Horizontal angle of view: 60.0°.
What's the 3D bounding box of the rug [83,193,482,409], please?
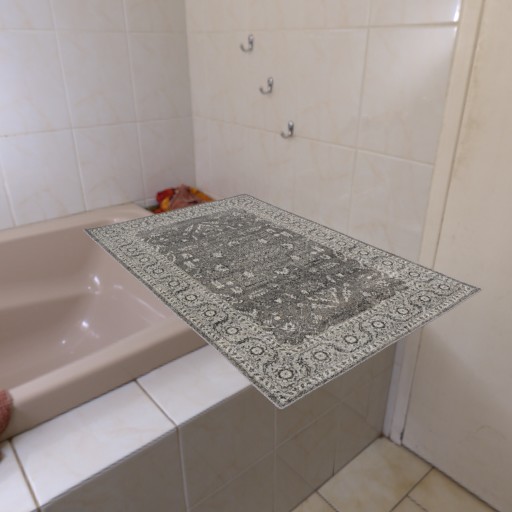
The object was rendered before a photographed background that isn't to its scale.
[{"bbox_3d":[0.000,0.000,2.336,1.209,0.019,1.828,-18,31,-33],"label":"rug"}]
